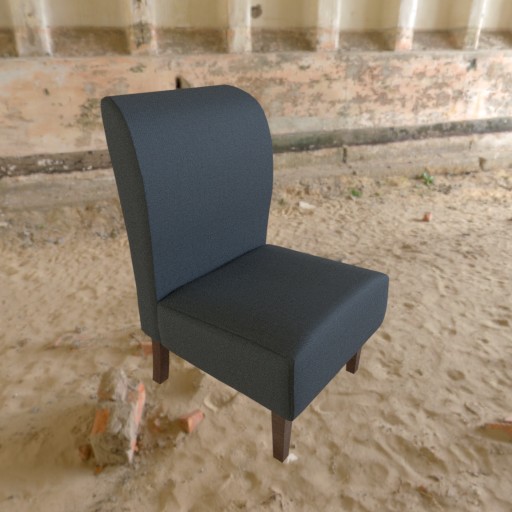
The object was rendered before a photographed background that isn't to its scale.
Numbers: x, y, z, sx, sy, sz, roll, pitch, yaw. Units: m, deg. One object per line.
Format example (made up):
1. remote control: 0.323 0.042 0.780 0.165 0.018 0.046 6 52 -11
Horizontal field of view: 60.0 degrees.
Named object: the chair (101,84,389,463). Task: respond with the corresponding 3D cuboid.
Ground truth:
1. chair: 0.000 0.000 1.183 0.592 0.804 0.513 18 31 32
